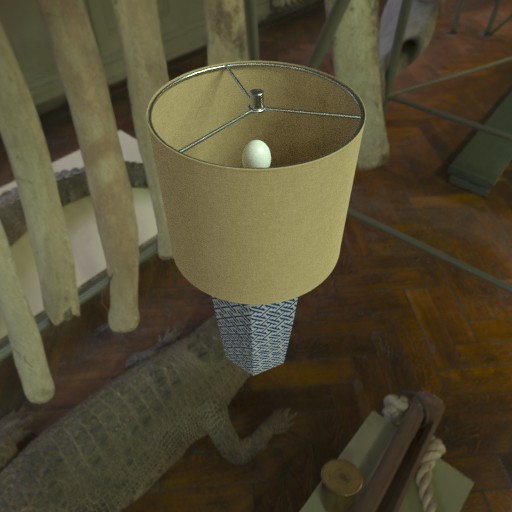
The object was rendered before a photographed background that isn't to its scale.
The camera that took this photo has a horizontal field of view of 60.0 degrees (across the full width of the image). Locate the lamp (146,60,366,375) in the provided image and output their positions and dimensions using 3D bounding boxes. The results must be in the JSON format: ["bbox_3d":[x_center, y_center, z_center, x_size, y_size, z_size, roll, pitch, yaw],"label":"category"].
[{"bbox_3d":[0.000,0.000,0.885,0.320,0.682,0.320,32,54,27],"label":"lamp"}]
